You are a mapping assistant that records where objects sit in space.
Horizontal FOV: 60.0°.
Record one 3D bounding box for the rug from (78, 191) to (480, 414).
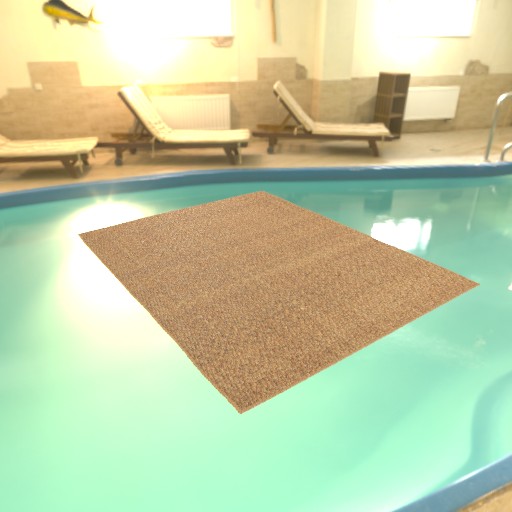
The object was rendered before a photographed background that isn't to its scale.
[{"bbox_3d":[0.000,0.000,4.157,2.439,0.013,3.048,-18,32,-32],"label":"rug"}]
